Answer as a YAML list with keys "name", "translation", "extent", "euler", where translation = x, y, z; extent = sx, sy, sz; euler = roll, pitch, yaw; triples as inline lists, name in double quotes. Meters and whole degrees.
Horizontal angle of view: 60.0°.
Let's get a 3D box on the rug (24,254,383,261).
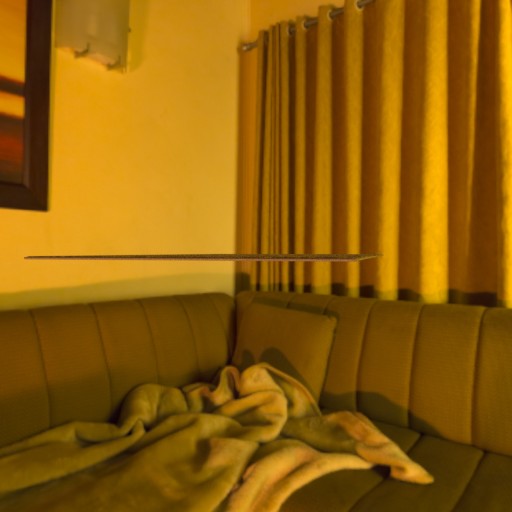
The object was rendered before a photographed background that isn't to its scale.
- name: "rug"
  translation: [0.000, 0.000, 2.313]
  extent: [1.206, 0.012, 1.824]
  euler: [0, 1, 18]
